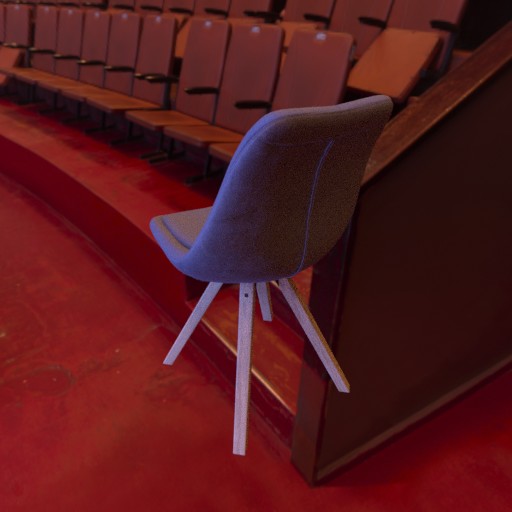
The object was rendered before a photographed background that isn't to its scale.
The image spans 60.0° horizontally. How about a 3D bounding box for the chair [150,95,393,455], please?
[{"bbox_3d":[0.000,0.000,1.180,0.483,0.865,0.547,-19,35,-29],"label":"chair"}]
